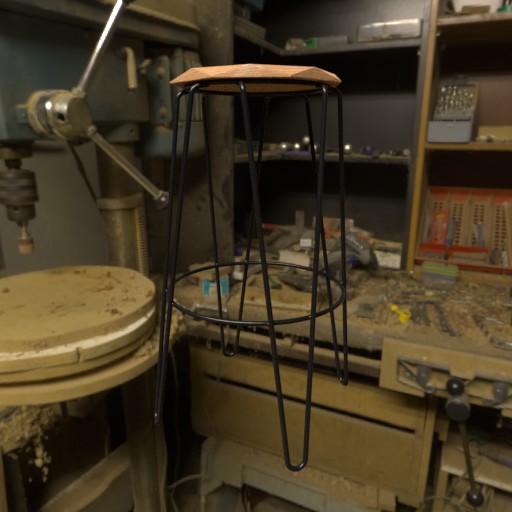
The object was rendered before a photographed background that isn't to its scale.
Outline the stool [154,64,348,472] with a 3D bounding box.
[{"bbox_3d":[0.000,0.000,0.802,0.326,0.610,0.326,8,17,25],"label":"stool"}]
